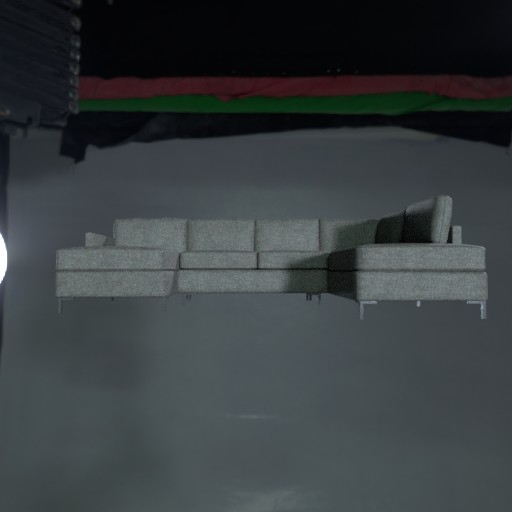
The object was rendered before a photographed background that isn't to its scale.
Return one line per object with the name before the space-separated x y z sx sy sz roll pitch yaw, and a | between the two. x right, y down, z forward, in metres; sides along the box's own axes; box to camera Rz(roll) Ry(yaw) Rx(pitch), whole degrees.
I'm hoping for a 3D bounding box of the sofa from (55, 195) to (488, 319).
sofa | 0.000 0.000 4.276 3.423 0.999 2.048 0 -2 -2
